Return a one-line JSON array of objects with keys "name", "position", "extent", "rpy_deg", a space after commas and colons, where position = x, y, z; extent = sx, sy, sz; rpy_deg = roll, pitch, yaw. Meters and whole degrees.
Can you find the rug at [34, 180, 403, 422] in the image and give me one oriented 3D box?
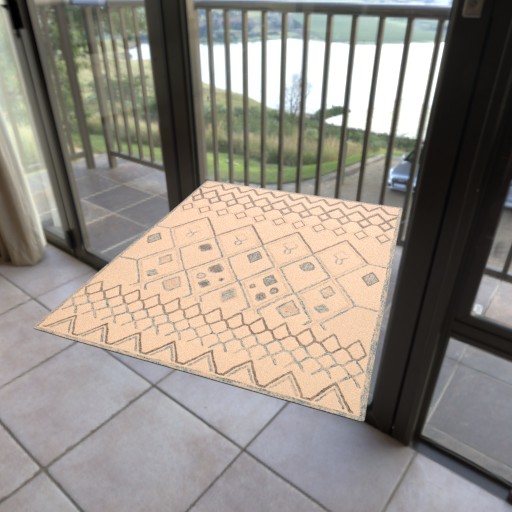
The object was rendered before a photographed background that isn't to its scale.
[{"name": "rug", "position": [0.000, 0.000, 4.162], "extent": [2.441, 0.013, 3.056], "rpy_deg": [11, 33, 17]}]
